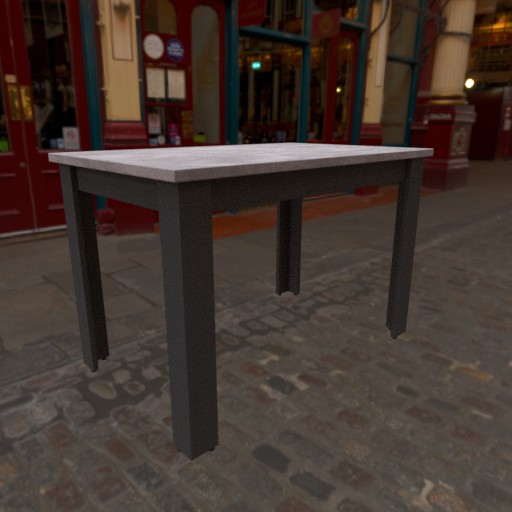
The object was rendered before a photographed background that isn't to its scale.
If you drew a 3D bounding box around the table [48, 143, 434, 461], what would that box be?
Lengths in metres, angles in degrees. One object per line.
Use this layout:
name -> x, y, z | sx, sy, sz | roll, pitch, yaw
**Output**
table -> 0.000, 0.000, 1.585 | 1.100, 0.734, 0.700 | -15, 22, -41
